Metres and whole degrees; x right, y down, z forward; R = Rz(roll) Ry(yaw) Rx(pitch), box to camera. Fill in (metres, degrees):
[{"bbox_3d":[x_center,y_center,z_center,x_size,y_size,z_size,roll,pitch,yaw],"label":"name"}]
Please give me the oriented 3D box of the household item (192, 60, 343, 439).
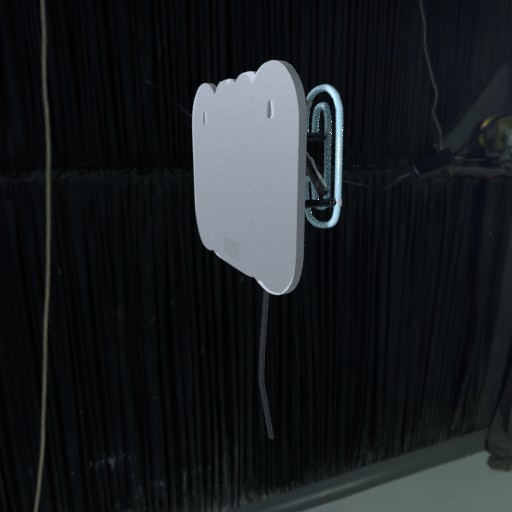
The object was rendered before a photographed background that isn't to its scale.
[{"bbox_3d":[0.000,0.000,0.387,0.042,0.294,0.211,-7,16,-24],"label":"household item"}]
